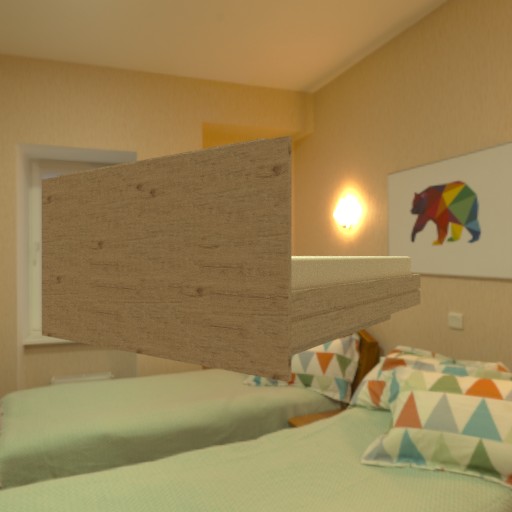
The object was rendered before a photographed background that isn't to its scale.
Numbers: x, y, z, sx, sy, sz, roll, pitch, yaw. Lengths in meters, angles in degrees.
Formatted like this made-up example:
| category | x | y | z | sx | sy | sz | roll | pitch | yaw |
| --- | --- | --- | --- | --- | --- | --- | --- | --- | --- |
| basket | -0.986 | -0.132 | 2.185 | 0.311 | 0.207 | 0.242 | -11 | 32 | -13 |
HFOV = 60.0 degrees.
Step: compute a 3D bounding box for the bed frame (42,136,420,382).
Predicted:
| category | x | y | z | sx | sy | sz | roll | pitch | yaw |
| --- | --- | --- | --- | --- | --- | --- | --- | --- | --- |
| bed frame | 0.000 | 0.000 | 3.068 | 1.750 | 0.970 | 2.080 | 0 | 0 | 35 |
